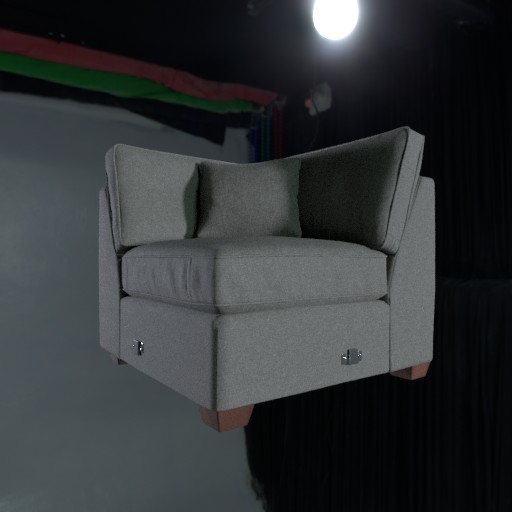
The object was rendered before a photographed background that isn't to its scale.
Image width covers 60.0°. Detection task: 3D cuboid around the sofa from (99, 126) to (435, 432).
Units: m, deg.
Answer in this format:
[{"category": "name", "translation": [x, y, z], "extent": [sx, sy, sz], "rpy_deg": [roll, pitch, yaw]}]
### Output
[{"category": "sofa", "translation": [0.000, 0.000, 1.955], "extent": [1.084, 1.002, 1.146], "rpy_deg": [0, 0, -36]}]
